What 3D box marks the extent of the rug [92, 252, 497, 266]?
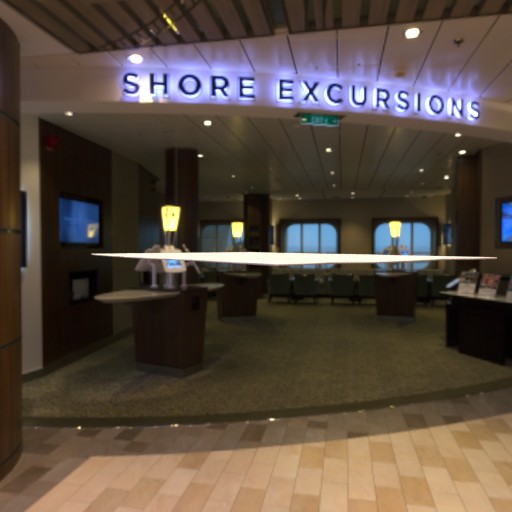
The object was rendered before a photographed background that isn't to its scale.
[{"bbox_3d":[0.000,0.000,2.998,1.527,0.016,2.442,-1,2,-35],"label":"rug"}]
